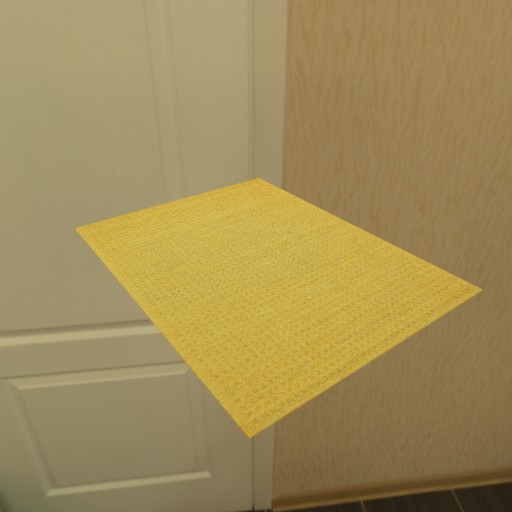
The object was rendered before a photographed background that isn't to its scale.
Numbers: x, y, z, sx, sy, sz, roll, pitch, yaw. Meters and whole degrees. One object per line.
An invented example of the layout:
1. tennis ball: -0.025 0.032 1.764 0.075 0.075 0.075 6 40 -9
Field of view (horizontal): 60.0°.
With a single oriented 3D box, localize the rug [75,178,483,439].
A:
1. rug: 0.000 0.000 4.326 2.486 0.015 3.242 -21 37 -30
